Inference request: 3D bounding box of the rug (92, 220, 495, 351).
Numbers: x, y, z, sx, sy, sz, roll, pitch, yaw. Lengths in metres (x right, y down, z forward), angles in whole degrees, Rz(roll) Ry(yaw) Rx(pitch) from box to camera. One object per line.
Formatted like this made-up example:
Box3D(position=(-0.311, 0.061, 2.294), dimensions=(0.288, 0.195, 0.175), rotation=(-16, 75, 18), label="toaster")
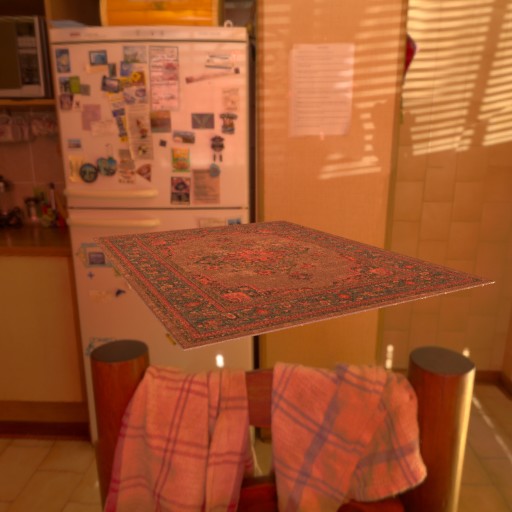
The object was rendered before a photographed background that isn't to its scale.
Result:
Box3D(position=(0.000, 0.000, 4.063), dimensions=(2.434, 0.013, 3.057), rotation=(-7, 16, -27), label="rug")
